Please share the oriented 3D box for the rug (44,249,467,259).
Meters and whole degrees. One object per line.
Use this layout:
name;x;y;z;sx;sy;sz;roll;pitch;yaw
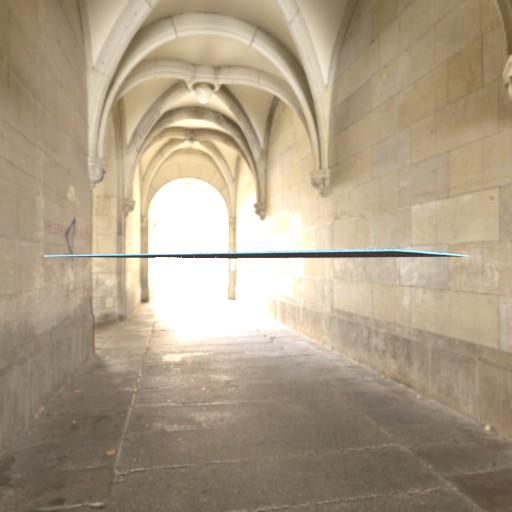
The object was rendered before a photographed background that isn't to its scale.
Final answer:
rug;0.000;0.000;2.970;2.373;0.009;1.622;-1;-1;34
